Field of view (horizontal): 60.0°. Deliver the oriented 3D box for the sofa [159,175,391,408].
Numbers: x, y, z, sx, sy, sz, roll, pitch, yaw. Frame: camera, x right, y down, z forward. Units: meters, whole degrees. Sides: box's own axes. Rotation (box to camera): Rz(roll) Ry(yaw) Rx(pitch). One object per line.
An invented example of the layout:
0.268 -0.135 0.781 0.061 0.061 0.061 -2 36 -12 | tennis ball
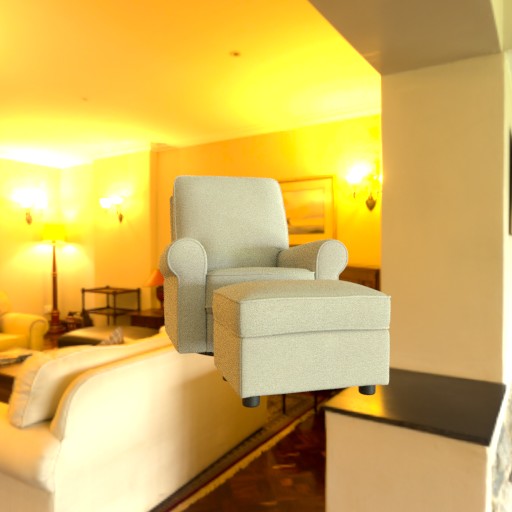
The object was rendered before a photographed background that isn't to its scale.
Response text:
0.000 0.000 2.132 0.880 0.959 1.478 0 1 -17 | sofa
